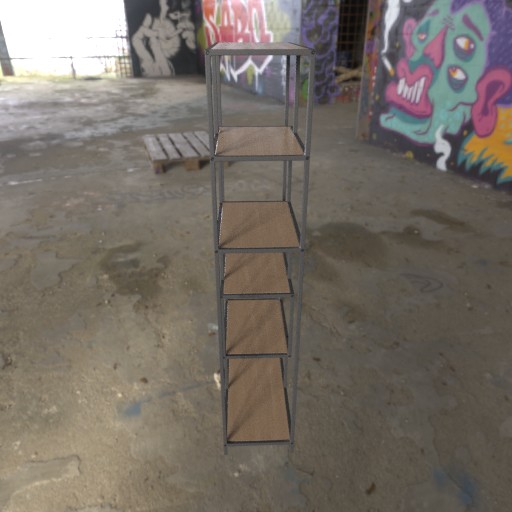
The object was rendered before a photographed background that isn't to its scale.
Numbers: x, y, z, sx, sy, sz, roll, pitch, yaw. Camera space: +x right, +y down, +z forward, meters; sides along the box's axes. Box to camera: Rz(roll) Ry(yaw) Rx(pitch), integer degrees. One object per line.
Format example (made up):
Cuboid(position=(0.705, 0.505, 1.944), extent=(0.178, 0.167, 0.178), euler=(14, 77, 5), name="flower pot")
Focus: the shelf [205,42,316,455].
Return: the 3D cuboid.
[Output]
Cuboid(position=(0.000, 0.000, 2.153), extent=(0.350, 1.850, 0.770), euler=(-1, 27, -2), name="shelf")
